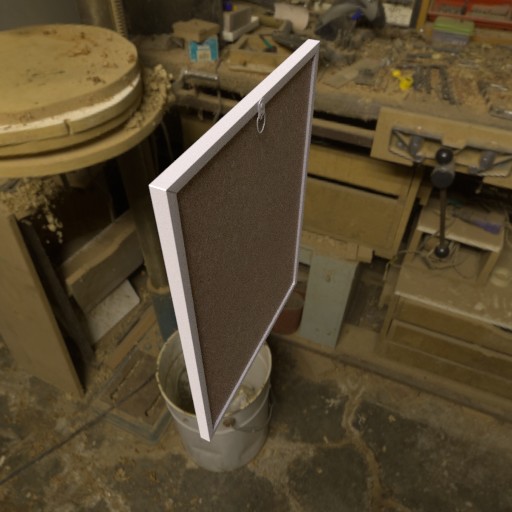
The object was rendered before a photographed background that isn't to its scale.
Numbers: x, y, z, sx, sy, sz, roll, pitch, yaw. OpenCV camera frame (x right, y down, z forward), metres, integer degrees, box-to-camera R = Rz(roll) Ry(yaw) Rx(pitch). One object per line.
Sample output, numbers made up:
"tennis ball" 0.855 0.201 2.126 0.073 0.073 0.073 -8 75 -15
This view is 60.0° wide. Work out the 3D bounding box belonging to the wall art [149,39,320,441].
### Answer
"wall art" 0.000 0.000 1.408 0.042 1.056 0.805 18 48 18
